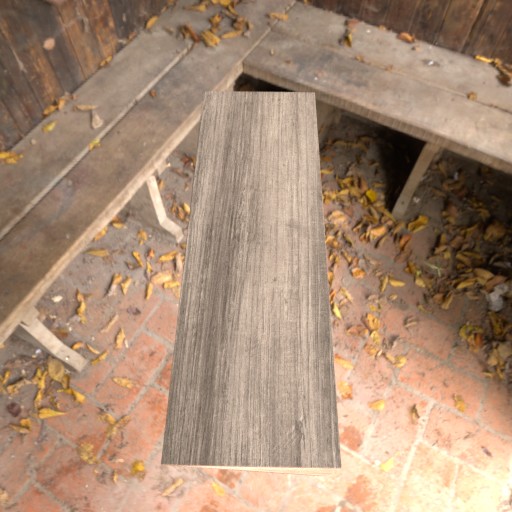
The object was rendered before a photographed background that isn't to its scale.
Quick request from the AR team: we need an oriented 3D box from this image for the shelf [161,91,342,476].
[{"bbox_3d":[0.000,0.000,0.696,0.200,0.125,0.610,1,60,1],"label":"shelf"}]
